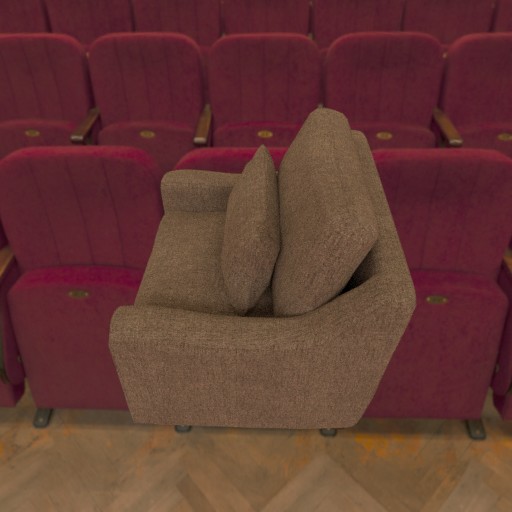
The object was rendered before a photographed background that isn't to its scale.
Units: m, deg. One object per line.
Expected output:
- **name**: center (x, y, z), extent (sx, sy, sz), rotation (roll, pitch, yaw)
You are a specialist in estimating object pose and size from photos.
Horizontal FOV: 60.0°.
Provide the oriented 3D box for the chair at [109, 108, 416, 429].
- **chair**: center (0.000, 0.000, 1.946), extent (1.009, 1.037, 1.138), rotation (1, 42, 1)
